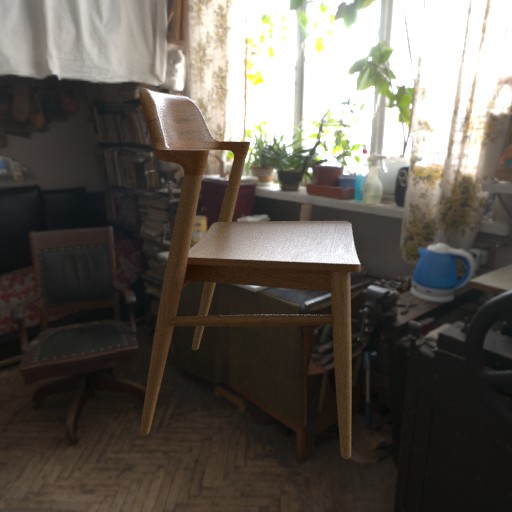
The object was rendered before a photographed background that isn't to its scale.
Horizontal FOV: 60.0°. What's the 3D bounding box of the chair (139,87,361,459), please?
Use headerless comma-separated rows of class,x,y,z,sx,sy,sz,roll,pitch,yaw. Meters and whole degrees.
chair,0.000,0.000,1.127,0.499,0.792,0.512,3,17,9
